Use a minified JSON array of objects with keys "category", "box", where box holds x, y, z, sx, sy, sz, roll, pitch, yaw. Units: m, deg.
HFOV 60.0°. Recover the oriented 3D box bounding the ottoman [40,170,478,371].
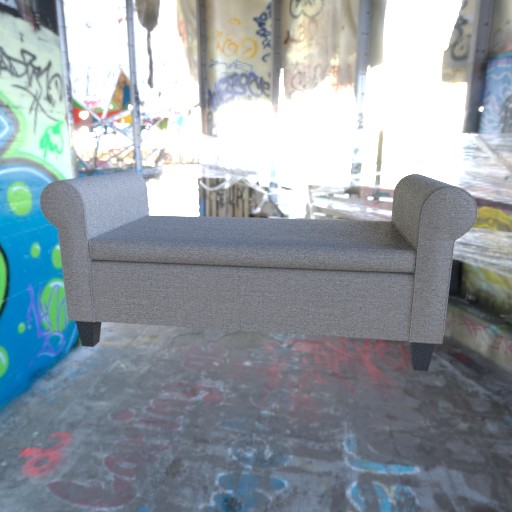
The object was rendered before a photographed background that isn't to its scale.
[{"category":"ottoman","box":[0.000,0.000,1.547,1.256,0.547,0.521,2,15,8]}]
